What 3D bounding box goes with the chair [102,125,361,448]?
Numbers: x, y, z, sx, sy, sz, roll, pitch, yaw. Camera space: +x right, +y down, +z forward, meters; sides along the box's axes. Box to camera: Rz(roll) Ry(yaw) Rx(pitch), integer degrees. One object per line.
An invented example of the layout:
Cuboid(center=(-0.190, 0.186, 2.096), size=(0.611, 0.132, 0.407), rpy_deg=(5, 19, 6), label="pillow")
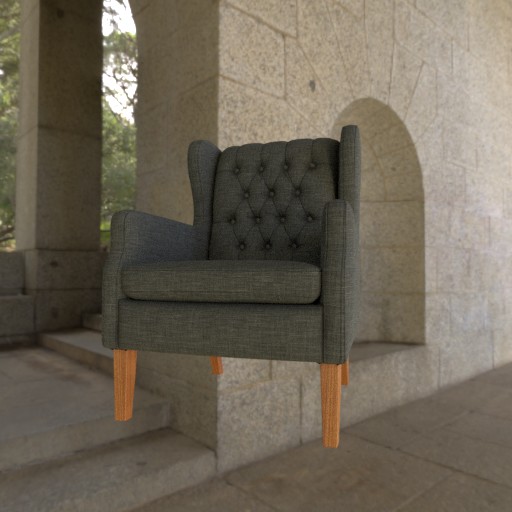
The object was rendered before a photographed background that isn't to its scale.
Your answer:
Cuboid(center=(0.000, 0.000, 1.502), size=(0.711, 0.953, 0.775), rpy_deg=(0, -2, 18), label="chair")
